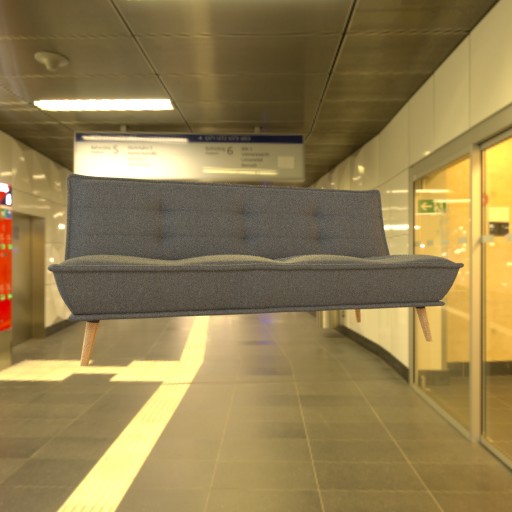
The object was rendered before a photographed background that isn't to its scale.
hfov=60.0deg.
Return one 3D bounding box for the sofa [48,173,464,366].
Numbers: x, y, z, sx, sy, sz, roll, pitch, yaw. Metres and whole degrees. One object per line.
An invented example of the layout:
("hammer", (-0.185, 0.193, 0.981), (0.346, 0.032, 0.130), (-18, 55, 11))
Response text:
("sofa", (0.000, 0.000, 2.389), (1.940, 0.890, 0.950), (0, 0, -18))
